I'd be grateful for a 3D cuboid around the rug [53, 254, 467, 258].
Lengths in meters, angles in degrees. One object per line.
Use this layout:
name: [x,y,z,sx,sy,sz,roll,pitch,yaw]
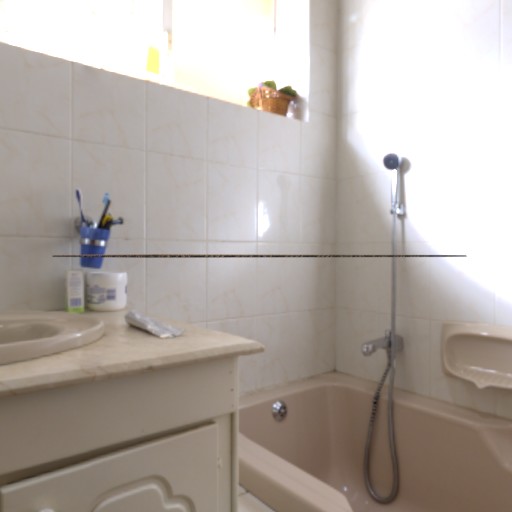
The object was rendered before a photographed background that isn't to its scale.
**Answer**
rug: [0.000,0.000,3.929,2.902,0.017,2.305,0,0,-36]
